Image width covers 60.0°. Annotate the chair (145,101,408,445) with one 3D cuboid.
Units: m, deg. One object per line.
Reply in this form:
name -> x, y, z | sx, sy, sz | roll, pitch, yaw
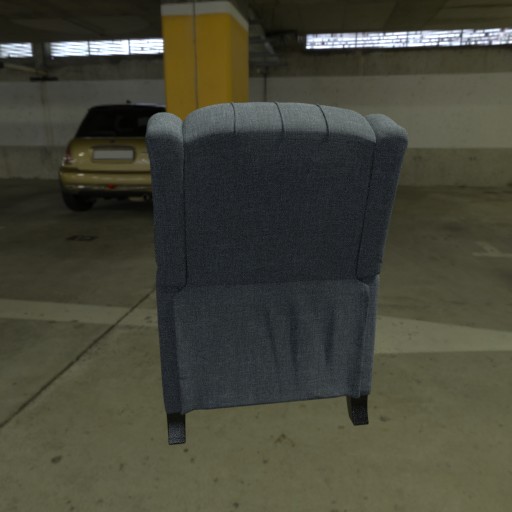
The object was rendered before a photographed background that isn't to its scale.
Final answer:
chair -> 0.000, 0.000, 1.634 | 0.742, 1.035, 0.898 | -2, 16, -9
